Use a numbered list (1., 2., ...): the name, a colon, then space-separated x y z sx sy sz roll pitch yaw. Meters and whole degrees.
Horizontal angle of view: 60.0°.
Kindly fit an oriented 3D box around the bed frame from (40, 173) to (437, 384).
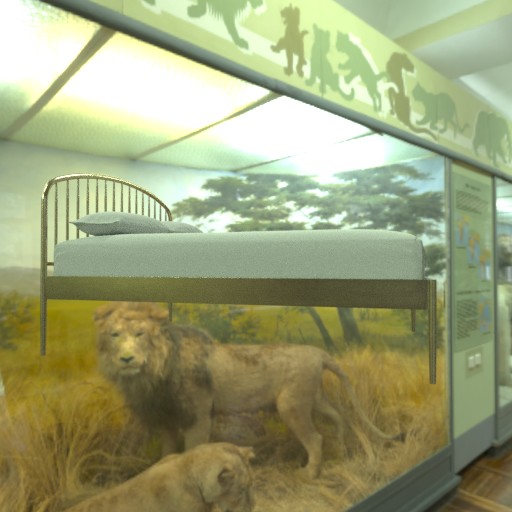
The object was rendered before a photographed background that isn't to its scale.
1. bed frame: 0.000 0.000 3.045 2.152 1.175 1.612 0 -1 17
